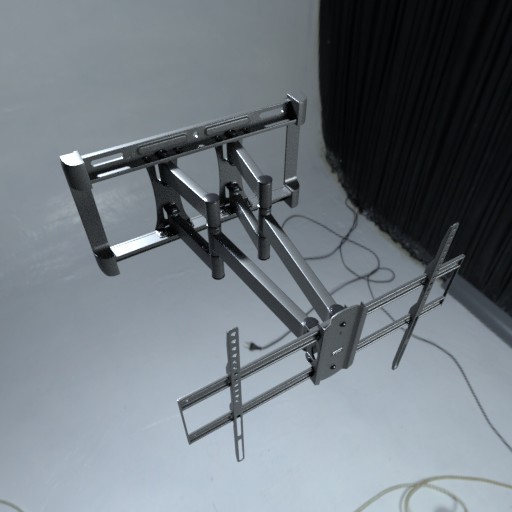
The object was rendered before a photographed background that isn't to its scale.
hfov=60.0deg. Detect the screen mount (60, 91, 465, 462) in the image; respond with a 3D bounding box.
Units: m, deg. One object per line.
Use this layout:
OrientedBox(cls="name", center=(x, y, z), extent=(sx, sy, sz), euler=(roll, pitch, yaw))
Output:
OrientedBox(cls="screen mount", center=(0.000, 0.000, 1.068), extent=(0.661, 0.491, 0.644), euler=(-22, 49, -21))
